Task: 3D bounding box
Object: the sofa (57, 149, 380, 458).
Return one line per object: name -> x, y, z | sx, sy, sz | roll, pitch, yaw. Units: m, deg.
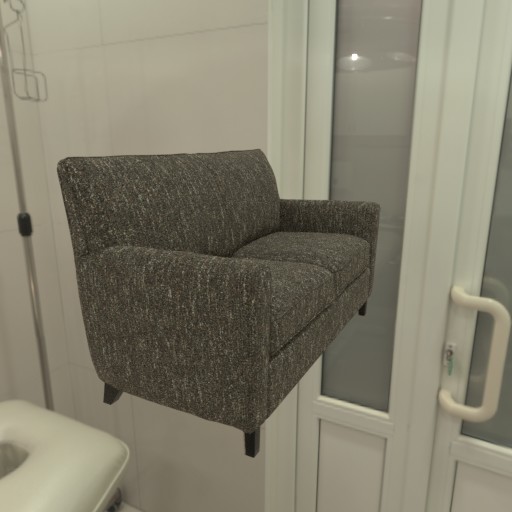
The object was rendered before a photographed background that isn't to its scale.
sofa -> 0.000, 0.000, 2.075 | 0.801, 0.946, 1.519 | 8, 17, 27
